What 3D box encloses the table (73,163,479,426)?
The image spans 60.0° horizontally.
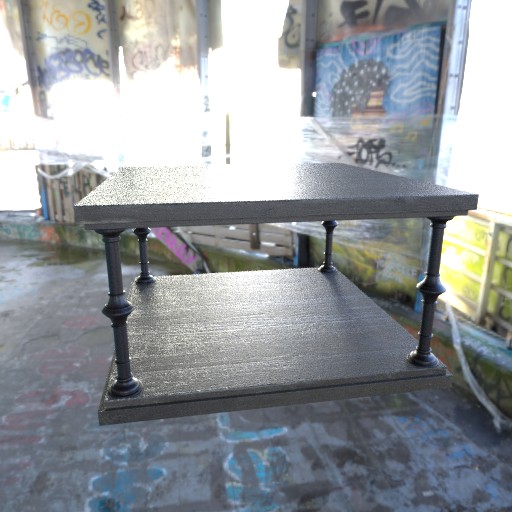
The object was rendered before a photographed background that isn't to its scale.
[{"bbox_3d":[0.000,0.000,1.128,0.696,0.400,0.696,-3,17,-10],"label":"table"}]
